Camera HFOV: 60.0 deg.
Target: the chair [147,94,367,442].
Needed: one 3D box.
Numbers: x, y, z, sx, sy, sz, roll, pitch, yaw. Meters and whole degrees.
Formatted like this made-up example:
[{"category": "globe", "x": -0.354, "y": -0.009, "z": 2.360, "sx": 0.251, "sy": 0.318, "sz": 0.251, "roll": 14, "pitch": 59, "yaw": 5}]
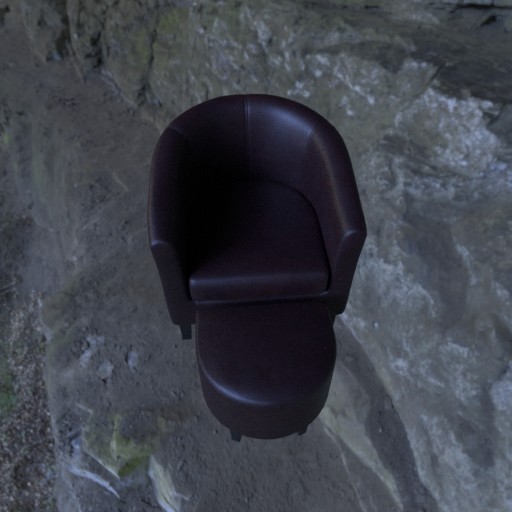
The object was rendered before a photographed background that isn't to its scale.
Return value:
[{"category": "chair", "x": 0.000, "y": 0.000, "z": 1.664, "sx": 0.737, "sy": 0.755, "sz": 1.176, "roll": -3, "pitch": 44, "yaw": -3}]
